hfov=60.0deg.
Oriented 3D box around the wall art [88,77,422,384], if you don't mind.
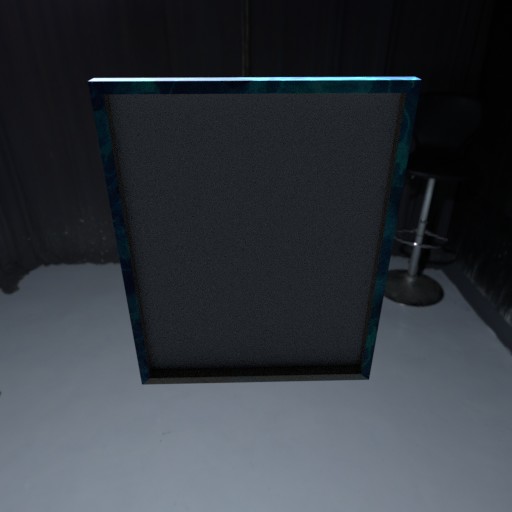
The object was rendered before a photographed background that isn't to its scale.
[{"bbox_3d":[0.000,0.000,1.014,0.609,0.760,0.038,-1,30,-1],"label":"wall art"}]
